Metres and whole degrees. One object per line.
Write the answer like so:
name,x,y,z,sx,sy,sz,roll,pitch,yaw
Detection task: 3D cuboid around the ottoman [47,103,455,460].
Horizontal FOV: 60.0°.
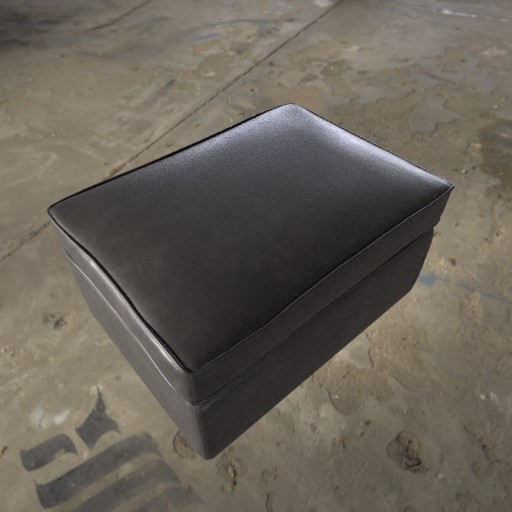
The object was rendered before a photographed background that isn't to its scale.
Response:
ottoman,0.000,0.000,1.110,0.756,0.445,0.554,-32,54,-27
